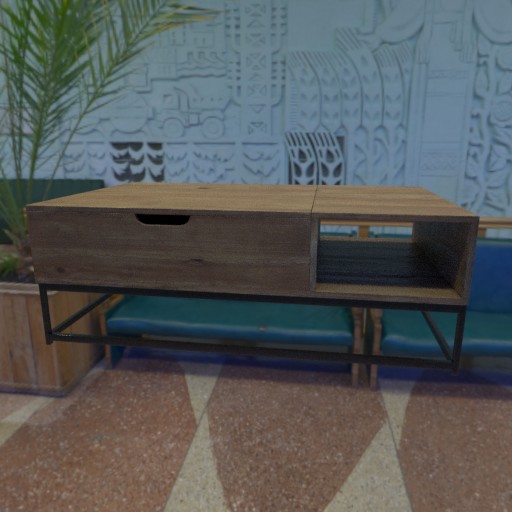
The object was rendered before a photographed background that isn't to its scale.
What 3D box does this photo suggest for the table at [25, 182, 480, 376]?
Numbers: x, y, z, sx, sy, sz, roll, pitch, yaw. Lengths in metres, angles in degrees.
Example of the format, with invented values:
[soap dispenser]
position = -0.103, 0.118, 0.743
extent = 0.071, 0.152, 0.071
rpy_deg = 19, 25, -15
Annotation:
[table]
position = 0.000, 0.000, 1.420
extent = 1.101, 0.395, 0.655
rpy_deg = 2, 15, 9
